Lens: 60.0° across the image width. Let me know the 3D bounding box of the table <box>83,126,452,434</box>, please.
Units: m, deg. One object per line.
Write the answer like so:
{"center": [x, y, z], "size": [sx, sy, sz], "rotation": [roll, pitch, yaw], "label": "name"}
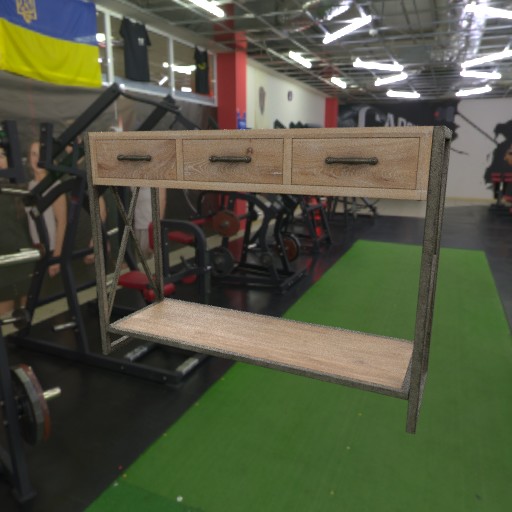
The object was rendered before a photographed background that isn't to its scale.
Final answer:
{"center": [0.000, 0.000, 1.410], "size": [1.059, 0.763, 0.361], "rotation": [7, 15, 25], "label": "table"}
